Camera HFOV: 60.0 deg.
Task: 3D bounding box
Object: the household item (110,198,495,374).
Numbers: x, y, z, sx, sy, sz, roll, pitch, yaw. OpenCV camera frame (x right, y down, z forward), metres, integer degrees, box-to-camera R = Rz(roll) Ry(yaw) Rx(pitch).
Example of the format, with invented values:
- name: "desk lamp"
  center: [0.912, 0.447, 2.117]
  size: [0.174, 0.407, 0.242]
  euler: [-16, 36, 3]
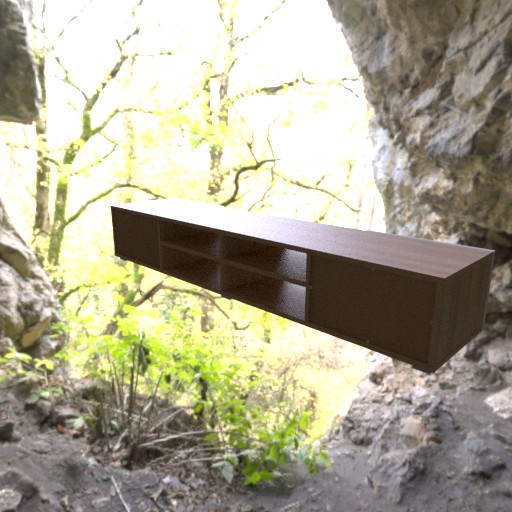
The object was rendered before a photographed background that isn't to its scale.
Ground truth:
- name: "household item"
  center: [0.000, 0.000, 2.016]
  size: [1.850, 0.310, 0.420]
  euler: [14, 21, 42]
